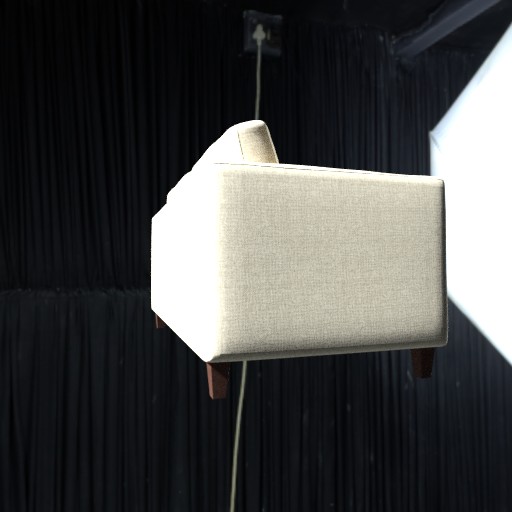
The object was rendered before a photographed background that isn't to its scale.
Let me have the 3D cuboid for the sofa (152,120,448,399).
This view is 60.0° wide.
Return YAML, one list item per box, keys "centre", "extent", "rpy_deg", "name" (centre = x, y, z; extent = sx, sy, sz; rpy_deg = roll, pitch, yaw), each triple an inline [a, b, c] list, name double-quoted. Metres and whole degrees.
- centre: [0.000, 0.000, 2.390]
  extent: [0.950, 0.963, 1.884]
  rpy_deg: [0, -1, -18]
  name: "sofa"
